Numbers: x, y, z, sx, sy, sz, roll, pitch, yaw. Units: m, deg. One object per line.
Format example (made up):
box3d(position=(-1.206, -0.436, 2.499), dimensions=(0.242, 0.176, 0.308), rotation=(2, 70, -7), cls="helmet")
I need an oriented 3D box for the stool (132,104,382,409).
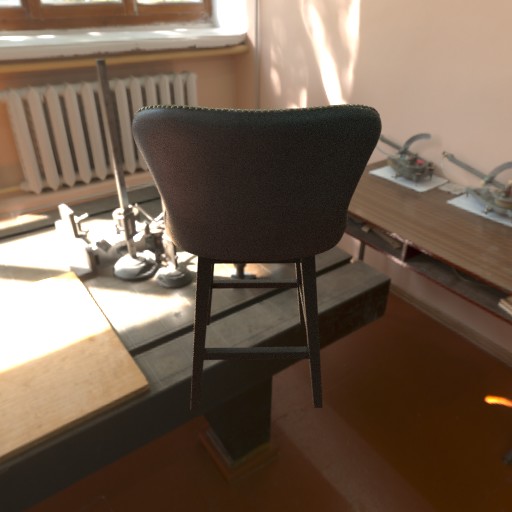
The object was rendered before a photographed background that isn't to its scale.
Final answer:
box3d(position=(0.000, 0.000, 1.308), dimensions=(0.528, 0.971, 0.593), rotation=(0, 31, -1), cls="stool")
